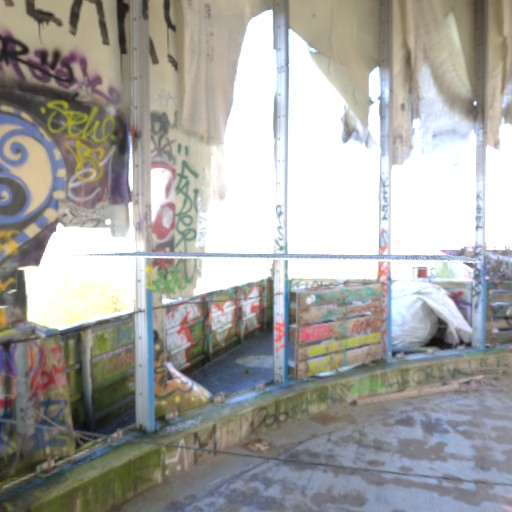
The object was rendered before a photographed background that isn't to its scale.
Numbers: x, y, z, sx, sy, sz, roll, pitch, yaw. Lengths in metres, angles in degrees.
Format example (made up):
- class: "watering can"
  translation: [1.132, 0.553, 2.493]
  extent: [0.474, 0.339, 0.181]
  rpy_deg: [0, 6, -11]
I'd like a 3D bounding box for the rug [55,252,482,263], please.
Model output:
- class: "rug"
  translation: [0.000, 0.000, 2.792]
  extent: [2.480, 0.013, 0.786]
  rpy_deg: [1, 2, 19]
